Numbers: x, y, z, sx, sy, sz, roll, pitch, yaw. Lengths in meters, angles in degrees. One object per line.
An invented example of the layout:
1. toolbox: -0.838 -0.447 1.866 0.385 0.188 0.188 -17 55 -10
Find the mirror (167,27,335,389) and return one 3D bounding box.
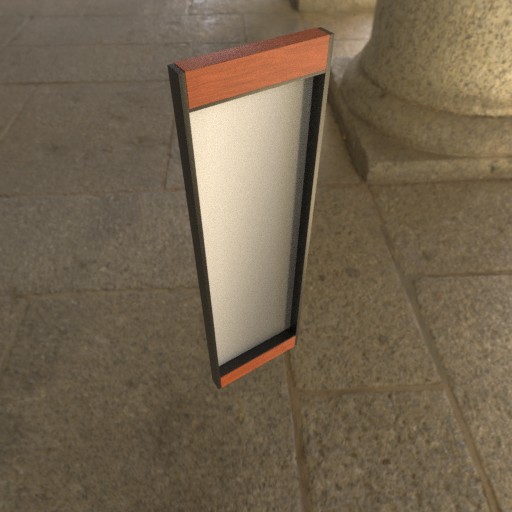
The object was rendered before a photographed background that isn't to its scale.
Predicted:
1. mirror: 0.000 0.000 1.233 0.343 1.123 0.047 -25 51 -22
